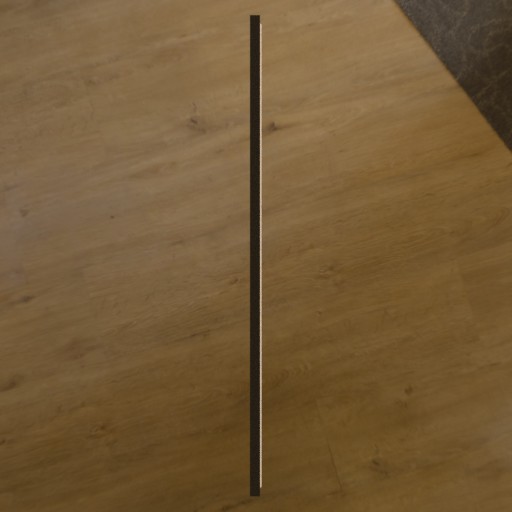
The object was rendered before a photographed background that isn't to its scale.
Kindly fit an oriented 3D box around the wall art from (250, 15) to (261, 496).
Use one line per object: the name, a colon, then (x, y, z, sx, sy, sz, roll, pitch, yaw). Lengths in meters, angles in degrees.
wall art: (0.000, 0.000, 1.497, 0.028, 0.805, 1.190, 0, 90, 0)
